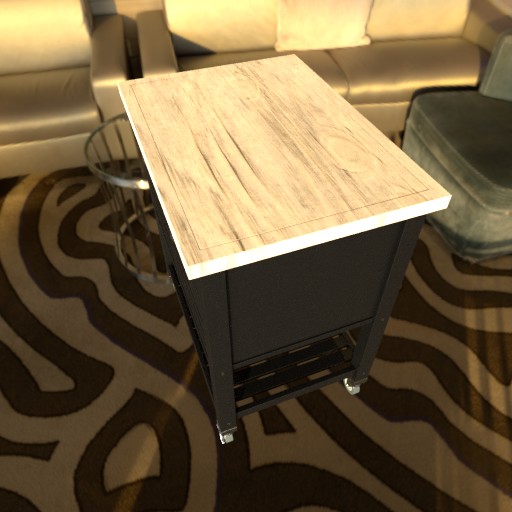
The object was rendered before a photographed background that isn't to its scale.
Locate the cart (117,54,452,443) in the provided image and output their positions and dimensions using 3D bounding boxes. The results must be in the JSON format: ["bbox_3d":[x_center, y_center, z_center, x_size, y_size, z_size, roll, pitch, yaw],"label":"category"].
[{"bbox_3d":[0.000,0.000,1.441,0.567,0.920,0.797,-15,48,-15],"label":"cart"}]
